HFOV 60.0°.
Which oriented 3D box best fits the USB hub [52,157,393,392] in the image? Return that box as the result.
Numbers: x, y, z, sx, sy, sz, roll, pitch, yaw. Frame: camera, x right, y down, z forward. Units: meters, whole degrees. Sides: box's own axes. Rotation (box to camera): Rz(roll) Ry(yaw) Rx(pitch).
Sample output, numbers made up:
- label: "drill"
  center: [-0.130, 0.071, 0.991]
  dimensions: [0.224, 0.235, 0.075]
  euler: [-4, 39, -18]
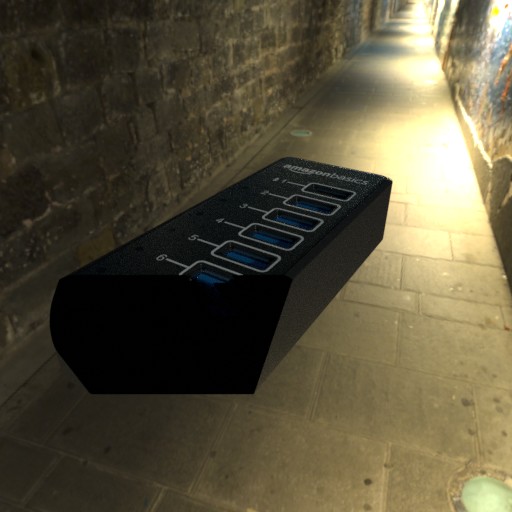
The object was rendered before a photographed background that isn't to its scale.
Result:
- label: "USB hub"
  center: [0.000, 0.000, 0.129]
  dimensions: [0.044, 0.023, 0.110]
  euler: [19, 36, 28]
